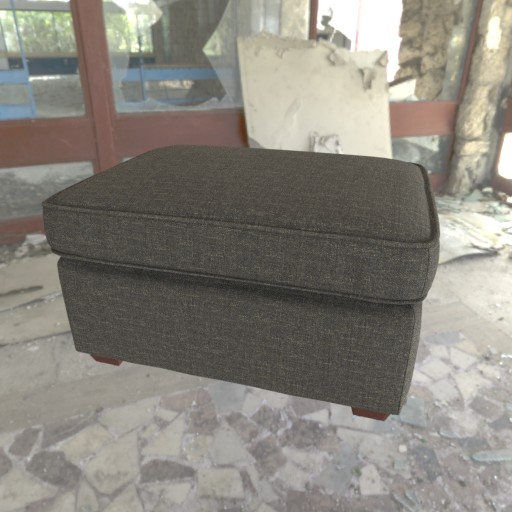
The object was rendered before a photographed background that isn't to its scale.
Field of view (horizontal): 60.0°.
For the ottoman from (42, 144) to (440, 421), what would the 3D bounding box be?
[{"bbox_3d":[0.000,0.000,1.056,0.749,0.450,0.549,7,27,14],"label":"ottoman"}]
